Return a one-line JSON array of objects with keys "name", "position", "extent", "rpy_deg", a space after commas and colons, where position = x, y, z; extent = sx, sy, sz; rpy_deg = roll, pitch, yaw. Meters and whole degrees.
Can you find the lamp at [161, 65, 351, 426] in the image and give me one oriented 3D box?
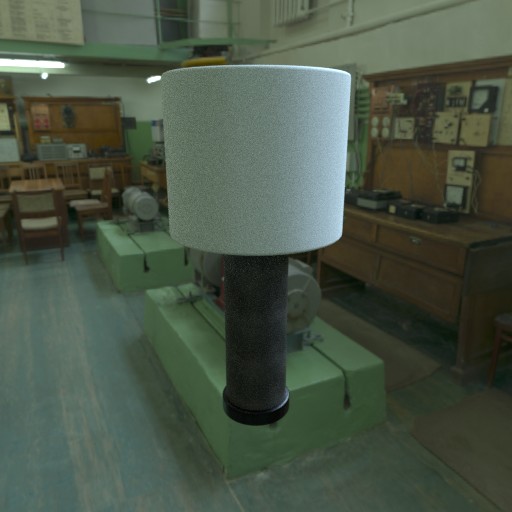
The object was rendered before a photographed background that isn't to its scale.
[{"name": "lamp", "position": [0.000, 0.000, 0.814], "extent": [0.305, 0.634, 0.305], "rpy_deg": [-9, 19, -27]}]
